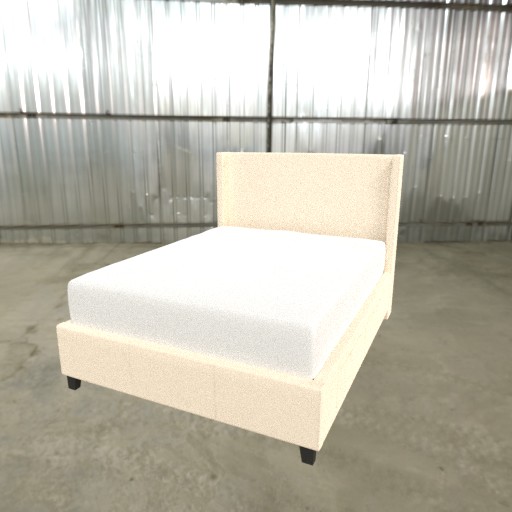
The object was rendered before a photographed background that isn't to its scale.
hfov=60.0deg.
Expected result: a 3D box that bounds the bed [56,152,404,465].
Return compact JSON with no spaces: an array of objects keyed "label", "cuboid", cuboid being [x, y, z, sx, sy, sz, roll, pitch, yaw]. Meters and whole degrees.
[{"label":"bed","cuboid":[0.000,0.000,3.384,1.765,1.471,2.280,7,16,24]}]
